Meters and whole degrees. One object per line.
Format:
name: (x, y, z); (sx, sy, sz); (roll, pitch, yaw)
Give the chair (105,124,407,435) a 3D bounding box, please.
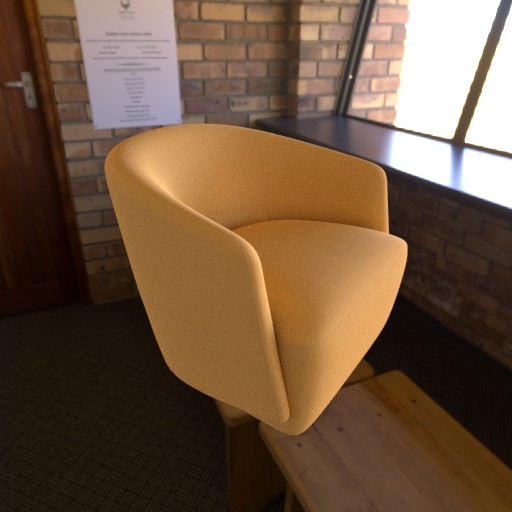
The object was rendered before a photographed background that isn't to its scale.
chair: (0.000, 0.000, 1.346); (0.767, 0.698, 0.773); (16, 30, 31)
